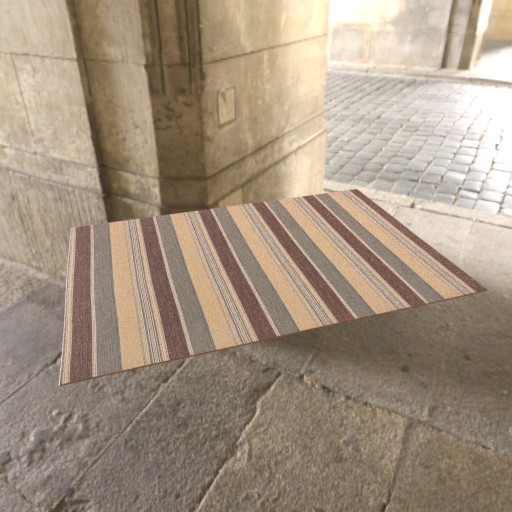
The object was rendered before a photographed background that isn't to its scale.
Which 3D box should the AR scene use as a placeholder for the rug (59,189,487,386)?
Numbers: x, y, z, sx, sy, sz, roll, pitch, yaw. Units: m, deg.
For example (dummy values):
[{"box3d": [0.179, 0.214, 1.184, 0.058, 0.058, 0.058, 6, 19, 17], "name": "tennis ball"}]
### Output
[{"box3d": [0.000, 0.000, 2.270, 1.829, 0.008, 1.219, -10, 33, -15], "name": "rug"}]
